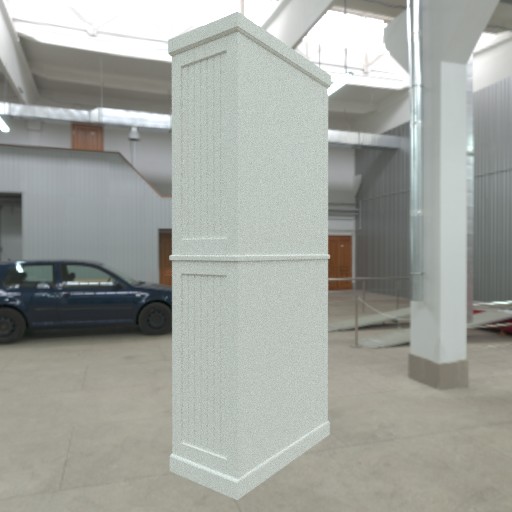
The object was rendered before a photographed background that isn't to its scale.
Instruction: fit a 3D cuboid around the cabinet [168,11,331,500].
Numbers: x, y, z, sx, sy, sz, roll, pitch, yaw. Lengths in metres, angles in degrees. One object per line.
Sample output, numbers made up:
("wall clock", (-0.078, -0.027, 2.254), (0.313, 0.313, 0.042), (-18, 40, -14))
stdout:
("cabinet", (0.000, 0.000, 2.072), (0.390, 1.829, 0.754), (0, 1, 37))
